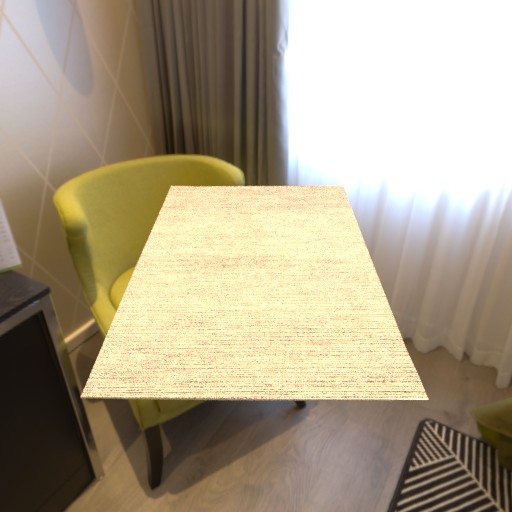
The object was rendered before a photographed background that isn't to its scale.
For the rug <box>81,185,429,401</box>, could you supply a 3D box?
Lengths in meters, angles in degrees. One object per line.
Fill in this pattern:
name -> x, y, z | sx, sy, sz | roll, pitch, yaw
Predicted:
rug -> 0.000, 0.000, 2.201 | 1.149, 0.021, 1.773 | 0, 32, 0
